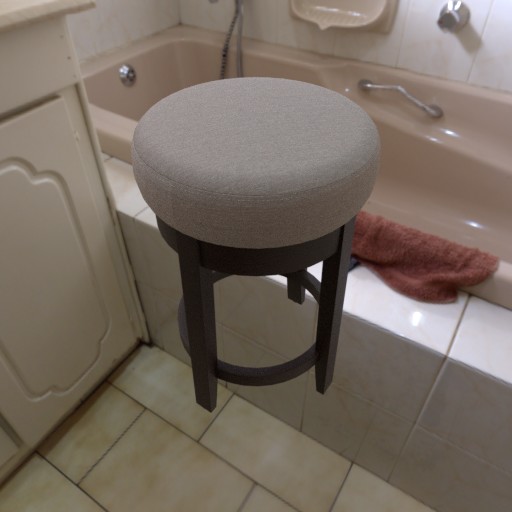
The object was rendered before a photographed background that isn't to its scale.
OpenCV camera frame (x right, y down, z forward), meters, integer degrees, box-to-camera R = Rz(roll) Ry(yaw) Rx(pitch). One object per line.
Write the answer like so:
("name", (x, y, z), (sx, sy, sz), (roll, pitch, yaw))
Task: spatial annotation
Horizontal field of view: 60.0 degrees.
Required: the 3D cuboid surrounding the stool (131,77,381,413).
("stool", (0.000, 0.000, 0.984), (0.443, 0.672, 0.443), (0, 42, 0))
